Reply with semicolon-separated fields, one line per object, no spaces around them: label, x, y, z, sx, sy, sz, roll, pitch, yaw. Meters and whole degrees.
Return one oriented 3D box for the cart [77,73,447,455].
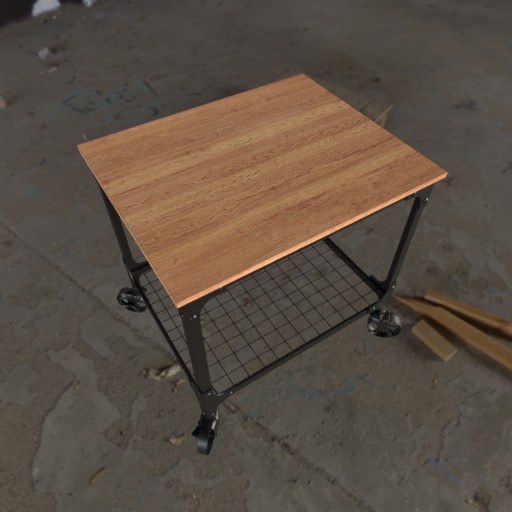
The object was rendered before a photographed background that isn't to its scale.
cart;0.000;0.000;1.129;0.666;0.603;0.558;-25;53;-21
